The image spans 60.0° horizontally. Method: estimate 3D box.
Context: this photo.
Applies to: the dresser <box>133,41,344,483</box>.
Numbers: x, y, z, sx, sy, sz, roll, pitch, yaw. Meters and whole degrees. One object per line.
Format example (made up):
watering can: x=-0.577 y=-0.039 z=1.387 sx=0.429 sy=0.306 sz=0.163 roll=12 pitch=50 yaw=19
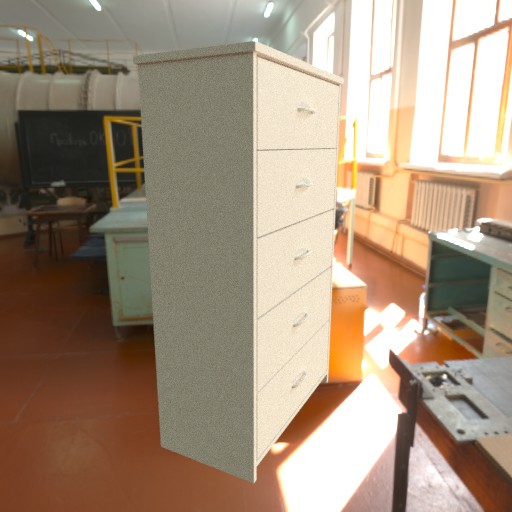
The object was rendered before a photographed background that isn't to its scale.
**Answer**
dresser: x=0.000 y=0.000 z=1.592 sx=0.399 sy=1.255 sz=0.704 roll=7 pitch=16 yaw=27
